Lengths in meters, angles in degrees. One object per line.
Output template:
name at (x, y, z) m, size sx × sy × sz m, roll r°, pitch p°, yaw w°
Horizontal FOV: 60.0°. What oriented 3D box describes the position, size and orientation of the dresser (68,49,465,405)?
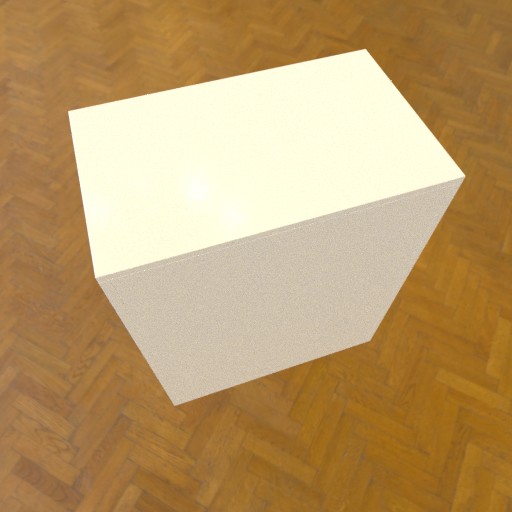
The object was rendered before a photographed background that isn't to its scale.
dresser at (0.000, 0.000, 1.168) m, size 0.650 × 0.800 × 0.400 m, roll -16°, pitch 59°, yaw -10°
